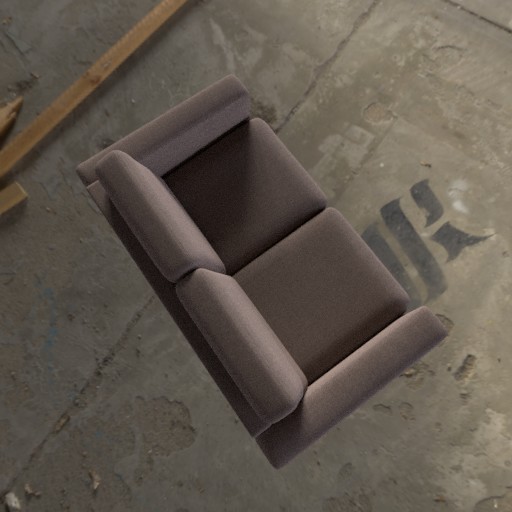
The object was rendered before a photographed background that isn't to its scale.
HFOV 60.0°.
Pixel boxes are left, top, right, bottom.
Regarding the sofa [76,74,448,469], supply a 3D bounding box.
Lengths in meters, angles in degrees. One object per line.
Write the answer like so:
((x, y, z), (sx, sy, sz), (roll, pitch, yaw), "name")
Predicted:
((0.000, 0.000, 2.017), (0.900, 0.800, 1.520), (-35, 77, -9), "sofa")
